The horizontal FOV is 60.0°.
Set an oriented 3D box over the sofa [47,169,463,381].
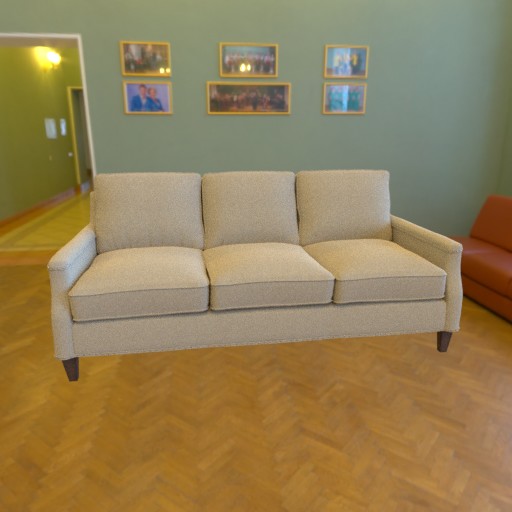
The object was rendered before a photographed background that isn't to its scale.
[{"bbox_3d":[0.000,0.000,2.813,2.246,1.003,1.084,-2,16,-8],"label":"sofa"}]
